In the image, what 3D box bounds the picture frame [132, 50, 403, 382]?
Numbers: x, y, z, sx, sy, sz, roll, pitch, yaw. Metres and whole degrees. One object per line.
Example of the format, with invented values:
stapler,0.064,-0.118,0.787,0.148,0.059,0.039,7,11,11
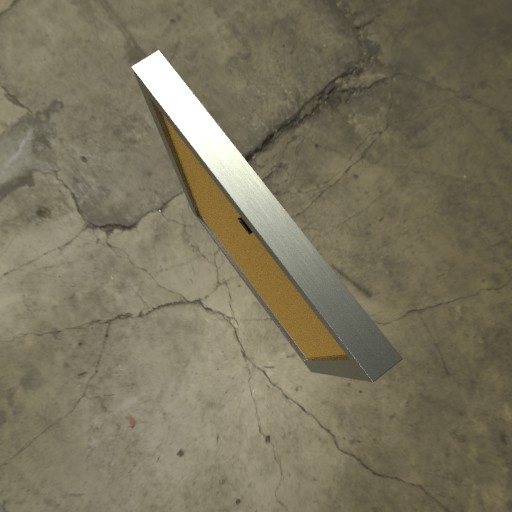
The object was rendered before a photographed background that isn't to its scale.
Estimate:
picture frame,0.000,0.000,1.381,0.073,0.968,0.839,-36,79,-8
